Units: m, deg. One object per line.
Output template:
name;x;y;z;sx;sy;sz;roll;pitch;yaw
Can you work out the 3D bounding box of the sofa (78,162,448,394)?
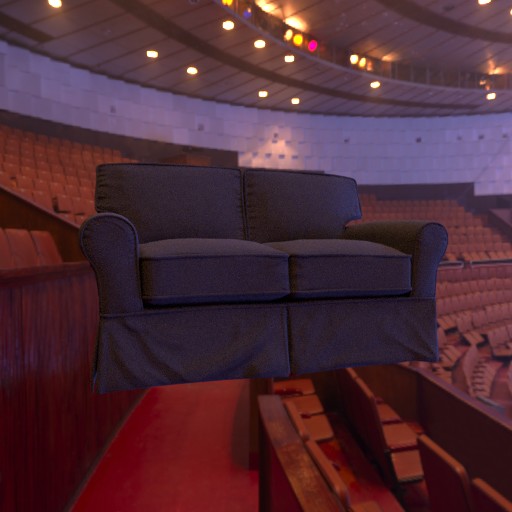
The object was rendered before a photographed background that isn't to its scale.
sofa;0.000;0.000;2.415;1.801;1.059;0.997;0;1;-18
